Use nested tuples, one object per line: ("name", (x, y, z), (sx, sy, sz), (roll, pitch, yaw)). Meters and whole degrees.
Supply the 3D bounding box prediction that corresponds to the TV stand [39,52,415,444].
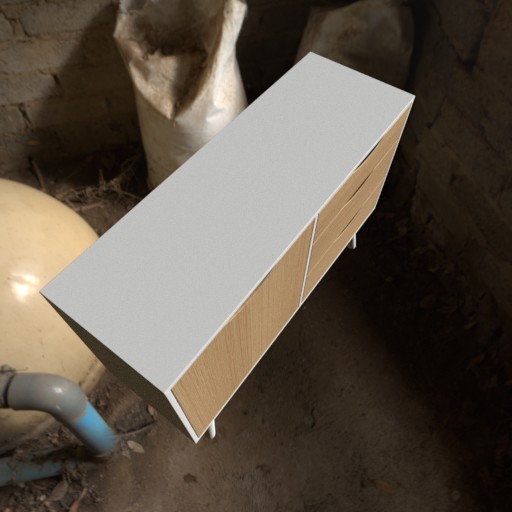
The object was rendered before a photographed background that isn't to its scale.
("TV stand", (0.000, 0.000, 1.591), (0.406, 0.812, 1.193), (32, 63, 19))
